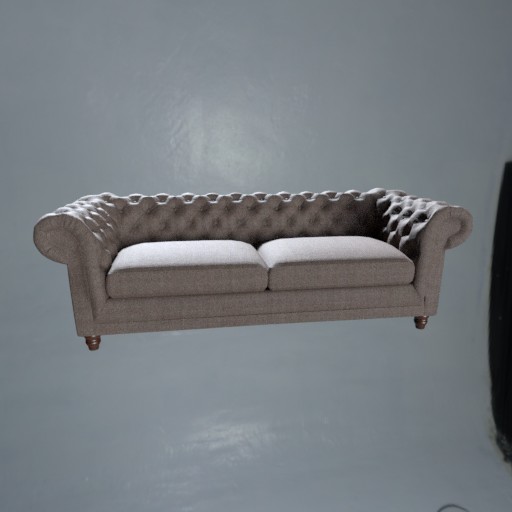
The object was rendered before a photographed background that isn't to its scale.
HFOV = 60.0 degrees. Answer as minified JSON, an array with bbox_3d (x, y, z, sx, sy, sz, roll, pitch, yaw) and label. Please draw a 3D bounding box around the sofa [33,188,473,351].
[{"bbox_3d":[0.000,0.000,2.852,2.385,0.787,0.944,-2,14,-8],"label":"sofa"}]
